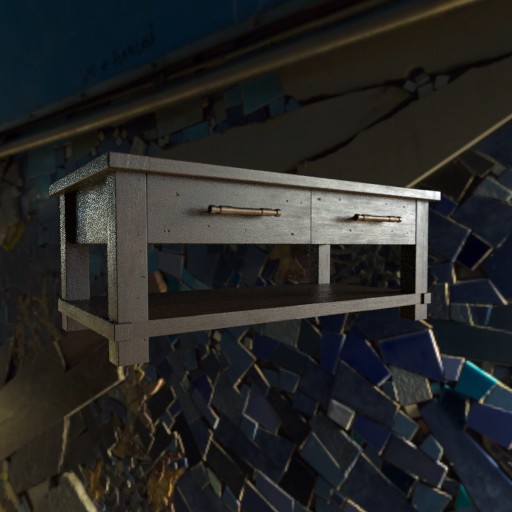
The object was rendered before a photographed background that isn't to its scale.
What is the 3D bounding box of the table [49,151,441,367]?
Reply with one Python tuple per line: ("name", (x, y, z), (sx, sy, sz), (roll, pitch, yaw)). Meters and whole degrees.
("table", (0.000, 0.000, 1.623), (1.270, 0.494, 0.700), (-1, 1, -35))
